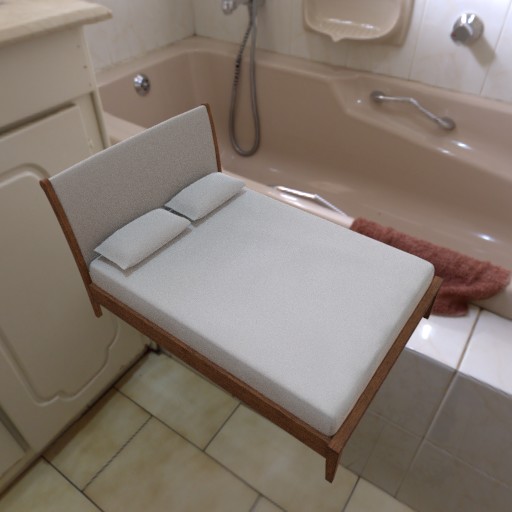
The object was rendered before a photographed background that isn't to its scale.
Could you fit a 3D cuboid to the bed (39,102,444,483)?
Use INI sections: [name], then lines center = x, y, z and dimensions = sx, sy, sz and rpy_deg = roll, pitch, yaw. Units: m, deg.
[bed]
center = 0.000, 0.000, 2.932
dimensions = 2.108, 1.135, 1.502
rpy_deg = 26, 47, 27
